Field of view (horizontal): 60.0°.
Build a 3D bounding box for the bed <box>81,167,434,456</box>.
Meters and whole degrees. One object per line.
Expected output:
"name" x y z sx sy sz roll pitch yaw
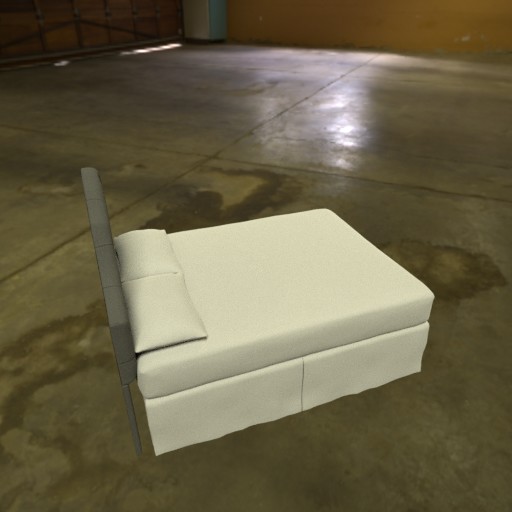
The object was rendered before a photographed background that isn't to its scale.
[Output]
"bed" 0.000 0.000 3.274 2.155 1.575 1.636 -11 32 -18
